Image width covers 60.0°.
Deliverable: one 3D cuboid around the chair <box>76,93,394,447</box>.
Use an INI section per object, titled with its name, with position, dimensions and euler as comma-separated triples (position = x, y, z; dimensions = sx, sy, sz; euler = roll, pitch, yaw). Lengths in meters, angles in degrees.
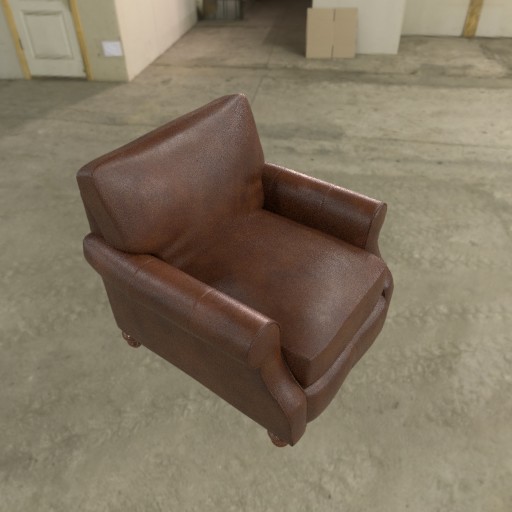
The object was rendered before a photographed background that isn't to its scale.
[chair]
position = 0.000, 0.000, 1.770
dimensions = 0.992, 0.972, 0.989
euler = 25, 45, 28
